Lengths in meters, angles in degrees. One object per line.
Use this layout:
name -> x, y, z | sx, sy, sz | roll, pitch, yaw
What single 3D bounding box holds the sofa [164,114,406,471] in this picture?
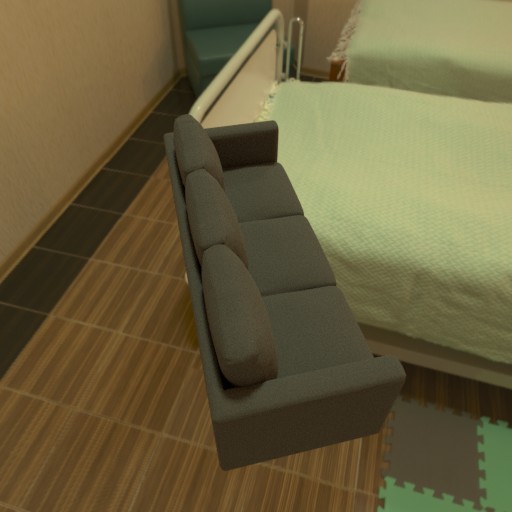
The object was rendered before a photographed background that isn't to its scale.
sofa -> 0.000, 0.000, 2.523 | 0.802, 0.912, 2.029 | -10, 47, -9
